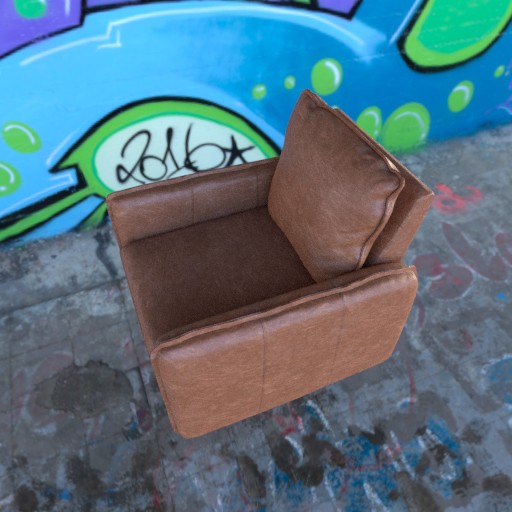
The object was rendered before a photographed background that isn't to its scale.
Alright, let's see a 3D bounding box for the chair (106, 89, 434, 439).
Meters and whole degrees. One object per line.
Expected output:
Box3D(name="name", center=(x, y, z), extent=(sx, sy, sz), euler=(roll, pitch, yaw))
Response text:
Box3D(name="chair", center=(0.000, 0.000, 1.619), extent=(0.922, 0.922, 0.830), euler=(-17, 48, -16))
